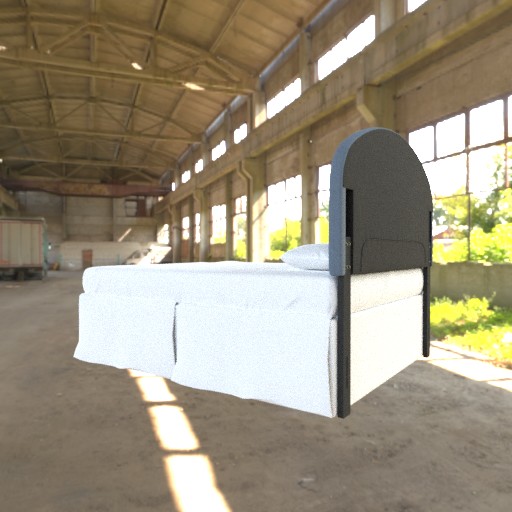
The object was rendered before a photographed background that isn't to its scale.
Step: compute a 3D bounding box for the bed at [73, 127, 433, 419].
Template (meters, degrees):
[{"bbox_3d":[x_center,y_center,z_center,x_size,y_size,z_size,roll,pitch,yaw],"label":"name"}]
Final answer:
[{"bbox_3d":[0.000,0.000,3.103,2.005,1.410,1.607,0,1,36],"label":"bed"}]
